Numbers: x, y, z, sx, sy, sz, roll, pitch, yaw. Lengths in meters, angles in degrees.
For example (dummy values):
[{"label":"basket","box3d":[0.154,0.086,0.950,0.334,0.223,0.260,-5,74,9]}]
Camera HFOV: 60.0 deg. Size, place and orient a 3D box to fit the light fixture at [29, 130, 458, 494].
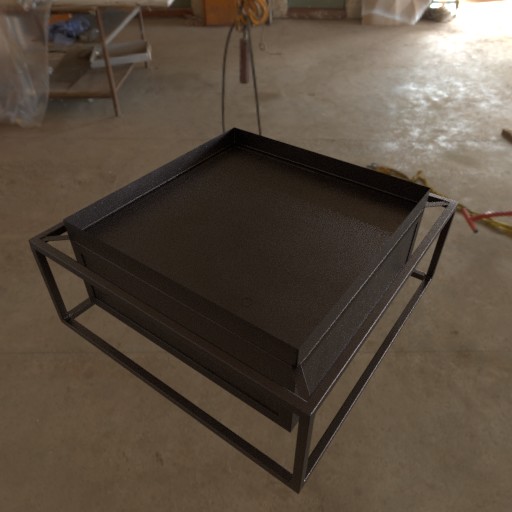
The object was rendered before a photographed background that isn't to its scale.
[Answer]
[{"label":"light fixture","box3d":[0.000,0.000,0.677,0.441,0.191,0.441,25,46,27]}]
